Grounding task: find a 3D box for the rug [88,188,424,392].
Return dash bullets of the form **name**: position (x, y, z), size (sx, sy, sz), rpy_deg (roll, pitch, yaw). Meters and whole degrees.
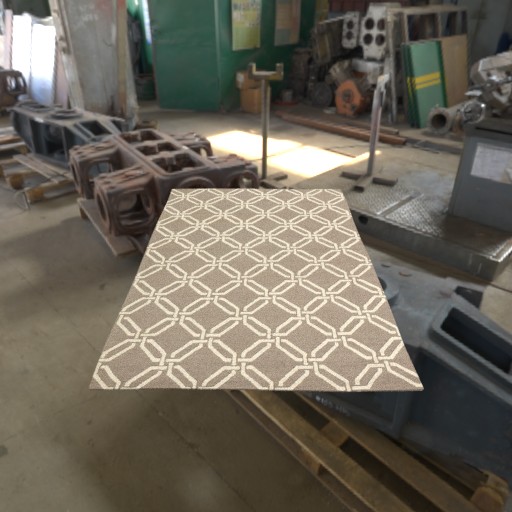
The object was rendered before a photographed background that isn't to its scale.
- **rug**: position (0.000, 0.000, 2.231), size (1.142, 0.010, 1.748), rpy_deg (0, 31, 0)
